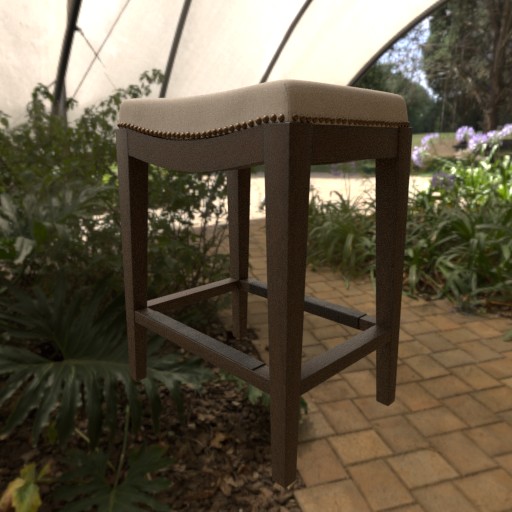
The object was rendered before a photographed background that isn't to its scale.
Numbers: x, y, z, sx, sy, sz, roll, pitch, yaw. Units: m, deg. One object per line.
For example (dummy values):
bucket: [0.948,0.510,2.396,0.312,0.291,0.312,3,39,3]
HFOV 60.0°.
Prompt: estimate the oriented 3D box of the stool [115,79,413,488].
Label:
stool: [0.000,0.000,0.940,0.361,0.642,0.500,-14,20,-43]
